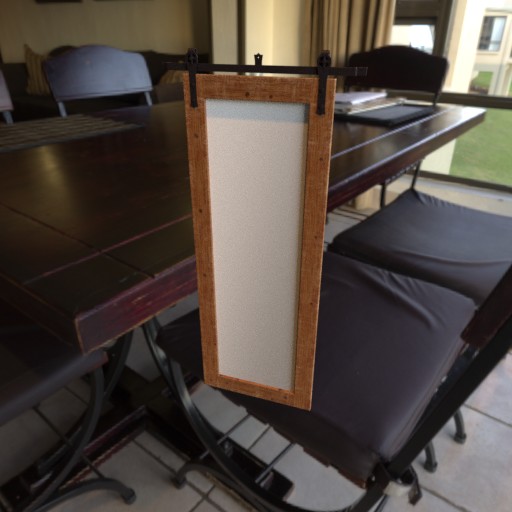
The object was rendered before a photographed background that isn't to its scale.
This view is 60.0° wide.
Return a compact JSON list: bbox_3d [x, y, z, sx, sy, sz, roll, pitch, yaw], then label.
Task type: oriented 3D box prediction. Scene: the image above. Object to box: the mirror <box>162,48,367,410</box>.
[{"bbox_3d":[0.000,0.000,2.116,0.847,1.793,0.042,9,29,17],"label":"mirror"}]
